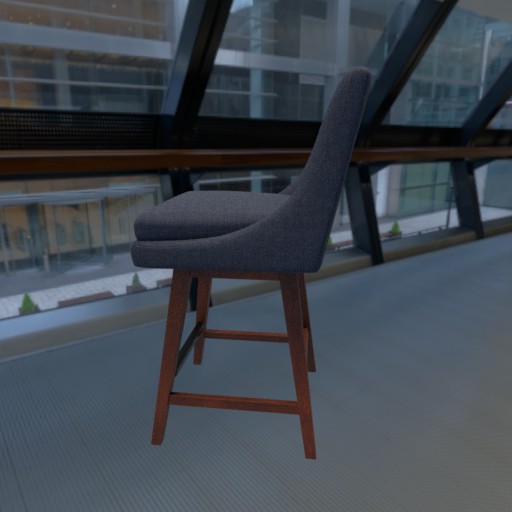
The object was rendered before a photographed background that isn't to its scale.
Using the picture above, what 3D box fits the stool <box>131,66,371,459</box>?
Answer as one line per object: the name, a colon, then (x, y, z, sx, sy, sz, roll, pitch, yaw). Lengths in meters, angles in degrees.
stool: (0.000, 0.000, 1.193, 0.524, 0.895, 0.467, 2, 16, 7)
